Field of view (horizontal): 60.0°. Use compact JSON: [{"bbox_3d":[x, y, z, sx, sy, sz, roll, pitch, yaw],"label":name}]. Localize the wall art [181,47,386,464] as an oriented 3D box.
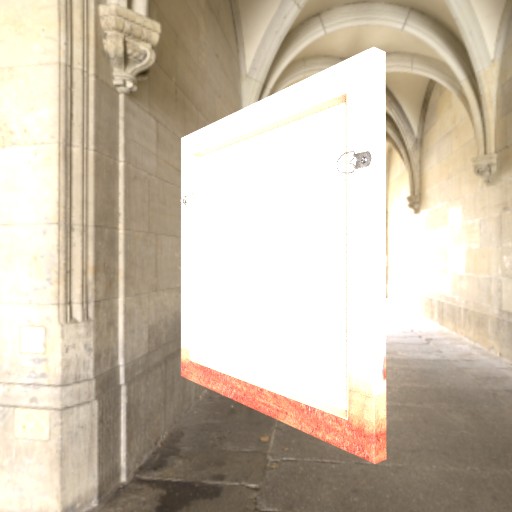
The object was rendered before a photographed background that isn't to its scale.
[{"bbox_3d":[0.000,0.000,1.120,0.042,0.760,0.760,0,-1,-37],"label":"wall art"}]
